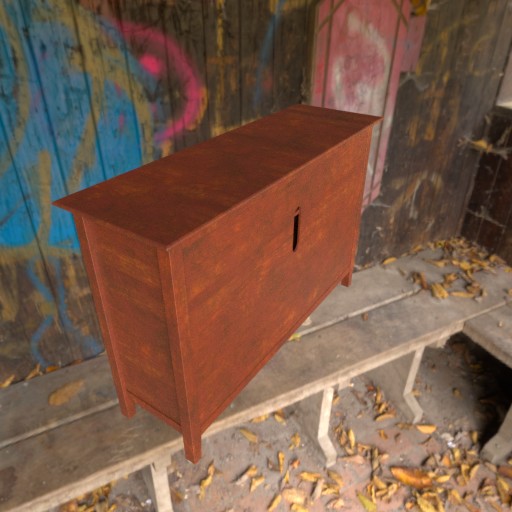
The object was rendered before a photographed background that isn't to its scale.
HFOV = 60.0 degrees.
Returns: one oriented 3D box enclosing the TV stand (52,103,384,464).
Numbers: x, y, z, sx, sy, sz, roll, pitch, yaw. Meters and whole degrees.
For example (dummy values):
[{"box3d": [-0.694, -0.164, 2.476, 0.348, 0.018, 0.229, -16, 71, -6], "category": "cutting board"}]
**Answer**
[{"box3d": [0.000, 0.000, 1.850, 0.445, 0.915, 1.372, 20, 37, 29], "category": "TV stand"}]
